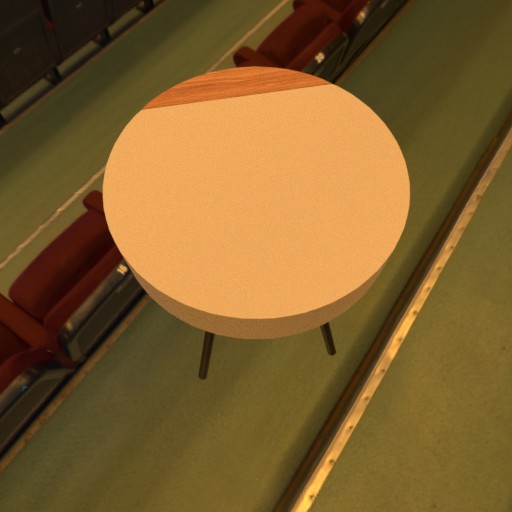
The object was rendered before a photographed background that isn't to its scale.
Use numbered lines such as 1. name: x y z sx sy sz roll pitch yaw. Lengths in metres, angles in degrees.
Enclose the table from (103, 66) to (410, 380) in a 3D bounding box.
1. table: 0.000 0.000 0.865 0.450 0.525 0.450 0 63 0
